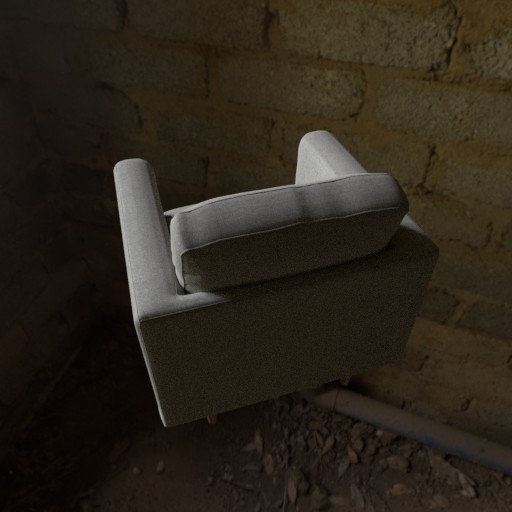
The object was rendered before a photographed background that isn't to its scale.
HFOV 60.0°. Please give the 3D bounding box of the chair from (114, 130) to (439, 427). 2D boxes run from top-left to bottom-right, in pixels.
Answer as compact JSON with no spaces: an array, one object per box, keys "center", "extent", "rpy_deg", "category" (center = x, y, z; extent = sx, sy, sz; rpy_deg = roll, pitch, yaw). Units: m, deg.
[{"center":[0.000,0.000,1.568],"extent":[0.855,0.927,0.800],"rpy_deg":[-12,44,-13],"category":"chair"}]
